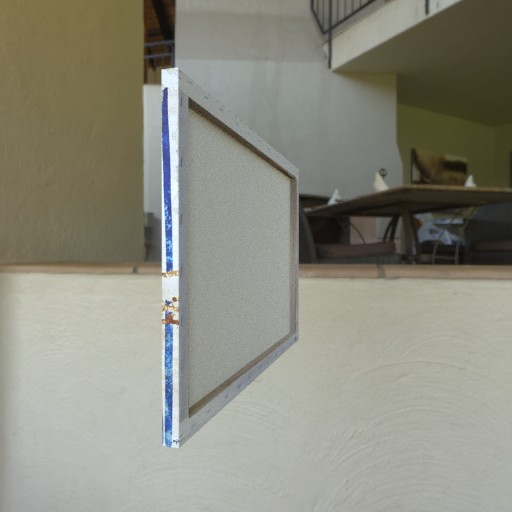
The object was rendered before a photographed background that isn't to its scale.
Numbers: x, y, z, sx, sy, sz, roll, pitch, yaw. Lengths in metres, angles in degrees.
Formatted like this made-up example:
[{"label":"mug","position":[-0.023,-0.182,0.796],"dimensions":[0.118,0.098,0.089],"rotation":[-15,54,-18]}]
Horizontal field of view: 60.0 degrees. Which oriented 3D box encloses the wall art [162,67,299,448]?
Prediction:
[{"label":"wall art","position":[0.000,0.000,1.430],"dimensions":[0.038,0.757,1.143],"rotation":[0,1,17]}]
